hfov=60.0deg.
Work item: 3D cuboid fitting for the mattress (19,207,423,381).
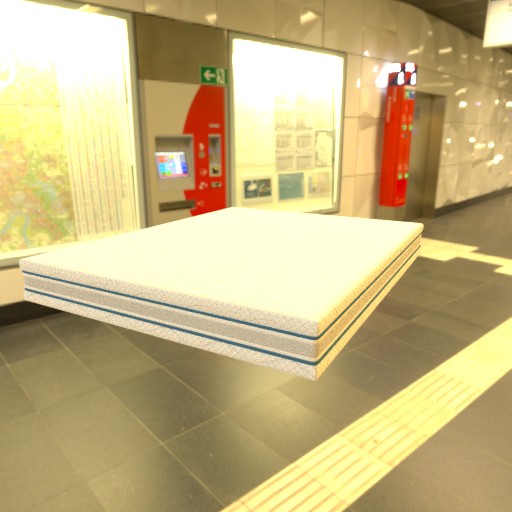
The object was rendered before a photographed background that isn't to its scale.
[{"bbox_3d":[0.000,0.000,2.698,1.600,0.230,2.000,8,17,28],"label":"mattress"}]
